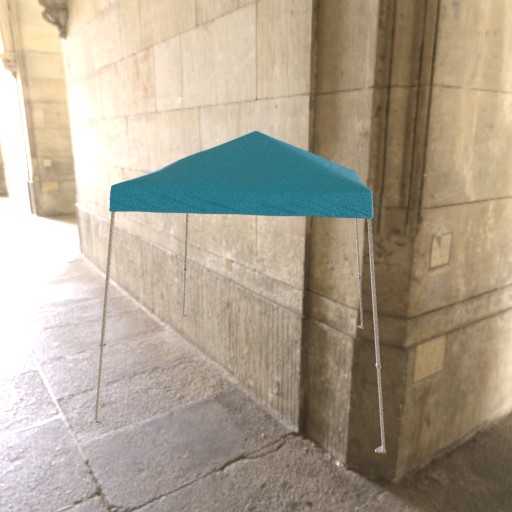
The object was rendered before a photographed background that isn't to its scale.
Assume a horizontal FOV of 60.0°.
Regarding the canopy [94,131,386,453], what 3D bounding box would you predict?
[{"bbox_3d":[0.000,0.000,5.242,2.849,2.849,2.848,2,15,9],"label":"canopy"}]
